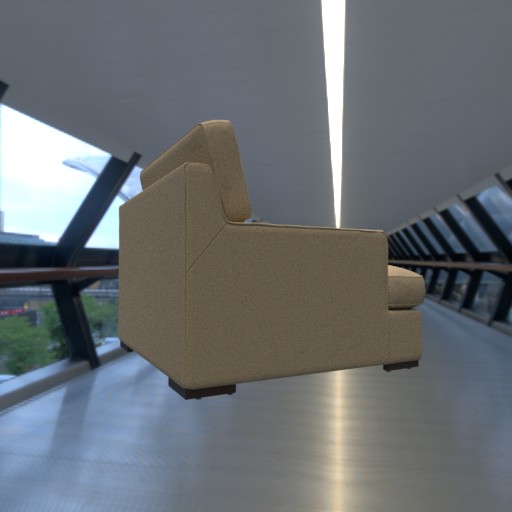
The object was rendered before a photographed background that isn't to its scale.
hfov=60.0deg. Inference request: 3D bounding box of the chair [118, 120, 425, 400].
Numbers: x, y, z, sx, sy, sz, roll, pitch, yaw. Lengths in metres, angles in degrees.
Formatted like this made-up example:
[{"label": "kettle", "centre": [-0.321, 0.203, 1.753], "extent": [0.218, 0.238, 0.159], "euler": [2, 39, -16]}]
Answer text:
[{"label": "chair", "centre": [0.000, 0.000, 2.230], "extent": [1.274, 1.005, 1.293], "euler": [1, -2, -35]}]
